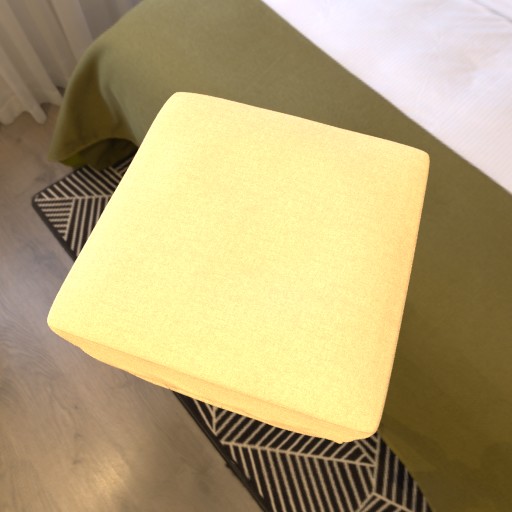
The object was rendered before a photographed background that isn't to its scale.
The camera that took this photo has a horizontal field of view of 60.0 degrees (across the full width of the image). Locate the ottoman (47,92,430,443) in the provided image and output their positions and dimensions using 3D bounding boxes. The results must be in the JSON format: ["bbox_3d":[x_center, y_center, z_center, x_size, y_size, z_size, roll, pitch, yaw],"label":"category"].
[{"bbox_3d":[0.000,0.000,1.330,0.840,0.436,0.843,16,65,8],"label":"ottoman"}]
